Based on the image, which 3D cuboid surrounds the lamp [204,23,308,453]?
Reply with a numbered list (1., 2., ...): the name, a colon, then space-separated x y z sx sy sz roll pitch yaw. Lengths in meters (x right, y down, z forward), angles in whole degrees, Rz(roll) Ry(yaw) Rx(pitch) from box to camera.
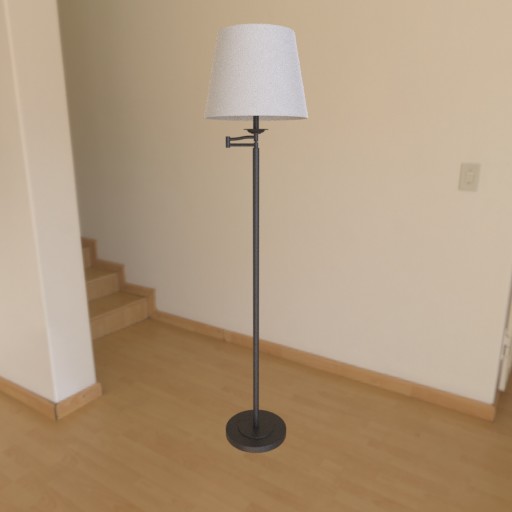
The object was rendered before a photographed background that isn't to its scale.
1. lamp: 0.000 0.000 1.605 0.348 1.473 0.348 2 15 8
